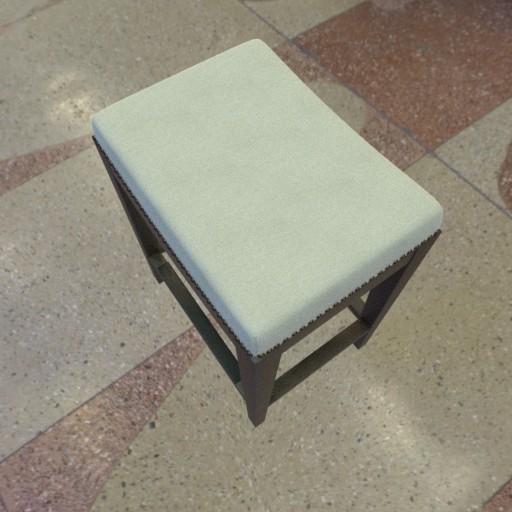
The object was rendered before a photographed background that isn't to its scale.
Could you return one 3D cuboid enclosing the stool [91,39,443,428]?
[{"bbox_3d":[0.000,0.000,0.944,0.361,0.642,0.500,-32,67,-16],"label":"stool"}]
